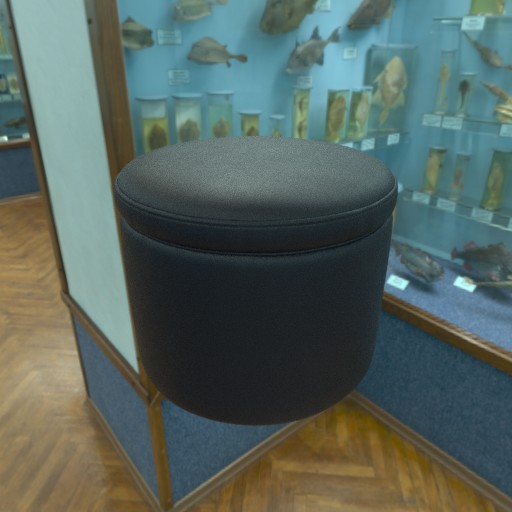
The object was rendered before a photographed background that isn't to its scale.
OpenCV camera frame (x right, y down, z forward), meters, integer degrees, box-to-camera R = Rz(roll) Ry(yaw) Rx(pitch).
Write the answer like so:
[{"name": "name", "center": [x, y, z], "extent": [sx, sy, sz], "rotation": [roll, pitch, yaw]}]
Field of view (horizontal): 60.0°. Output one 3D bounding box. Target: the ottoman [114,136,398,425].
[{"name": "ottoman", "center": [0.000, 0.000, 0.882], "extent": [0.501, 0.409, 0.501], "rotation": [0, 26, 0]}]
